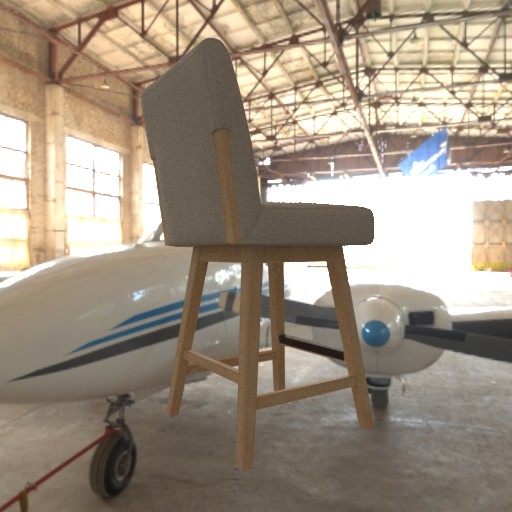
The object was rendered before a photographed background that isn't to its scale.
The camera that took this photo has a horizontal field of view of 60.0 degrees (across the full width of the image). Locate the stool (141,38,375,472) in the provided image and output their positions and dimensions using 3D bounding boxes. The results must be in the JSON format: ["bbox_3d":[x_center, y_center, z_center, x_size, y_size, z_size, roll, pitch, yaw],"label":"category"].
[{"bbox_3d":[0.000,0.000,1.418,0.606,1.085,0.507,0,1,-34],"label":"stool"}]
